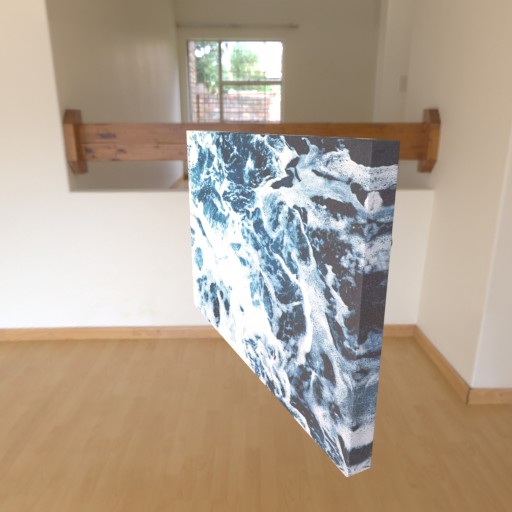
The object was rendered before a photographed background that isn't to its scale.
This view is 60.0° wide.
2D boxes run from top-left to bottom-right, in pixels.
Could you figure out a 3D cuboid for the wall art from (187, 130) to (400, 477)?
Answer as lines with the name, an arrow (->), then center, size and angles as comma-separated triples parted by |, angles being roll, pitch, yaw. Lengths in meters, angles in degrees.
wall art -> 0.000, 0.000, 0.763 | 0.043, 0.407, 0.609 | -8, 19, -25
